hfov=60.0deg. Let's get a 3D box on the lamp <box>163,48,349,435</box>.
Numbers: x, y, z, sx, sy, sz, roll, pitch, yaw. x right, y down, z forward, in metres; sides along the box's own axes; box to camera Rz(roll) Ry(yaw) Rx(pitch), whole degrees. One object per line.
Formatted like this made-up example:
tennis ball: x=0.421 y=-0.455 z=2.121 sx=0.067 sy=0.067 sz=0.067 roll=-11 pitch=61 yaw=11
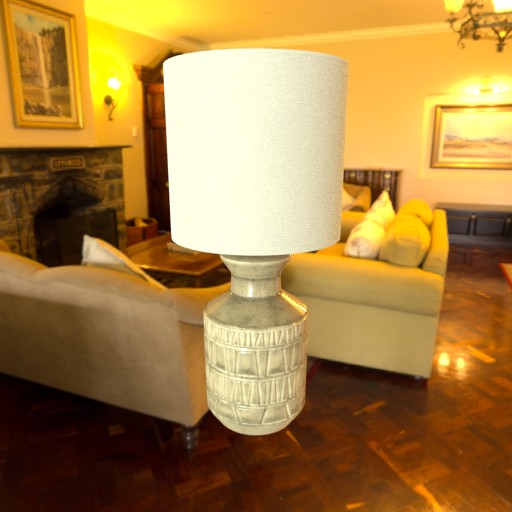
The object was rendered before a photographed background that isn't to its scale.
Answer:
lamp: x=0.000 y=0.000 z=0.572 sx=0.211 sy=0.455 sz=0.211 roll=-7 pitch=16 yaw=-26
